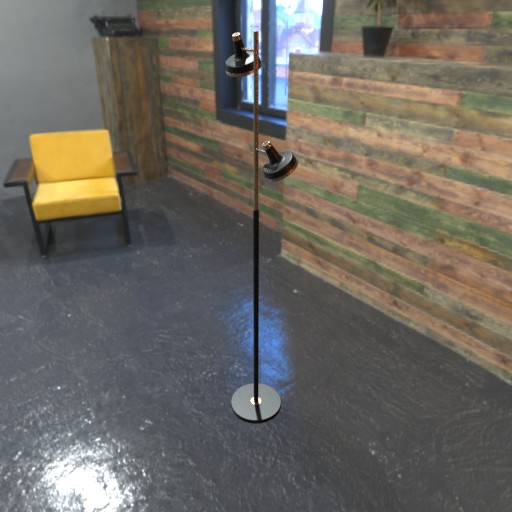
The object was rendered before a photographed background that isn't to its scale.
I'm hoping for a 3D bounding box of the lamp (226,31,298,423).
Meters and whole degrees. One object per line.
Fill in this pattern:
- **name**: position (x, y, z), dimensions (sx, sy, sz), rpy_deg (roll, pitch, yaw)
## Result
- **lamp**: position (0.000, 0.000, 1.850), dimensions (0.253, 1.674, 0.351), rpy_deg (-18, 32, -32)
